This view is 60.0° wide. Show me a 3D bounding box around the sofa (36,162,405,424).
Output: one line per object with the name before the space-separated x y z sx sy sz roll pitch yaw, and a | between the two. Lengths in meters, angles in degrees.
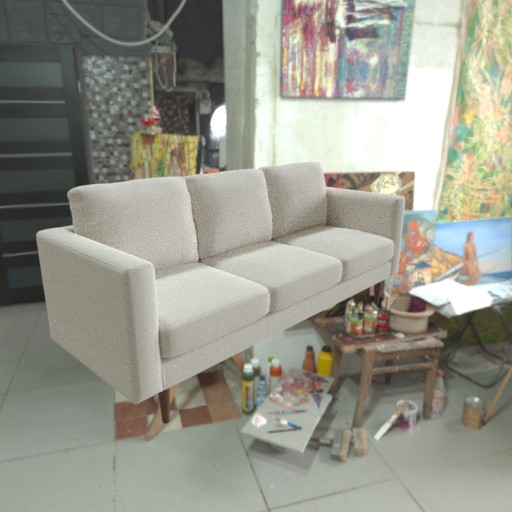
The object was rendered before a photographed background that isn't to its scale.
sofa | 0.000 0.000 2.476 0.802 0.912 2.029 16 23 42
